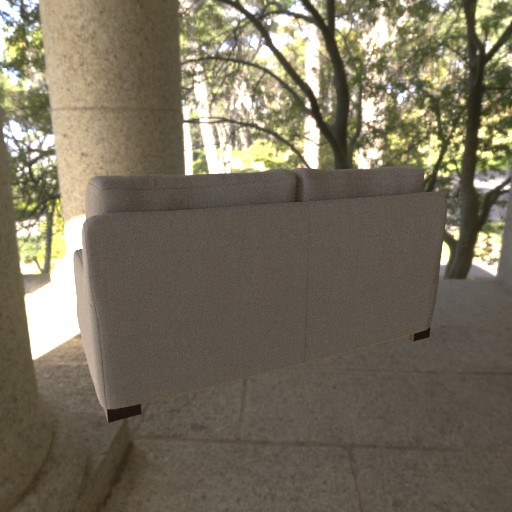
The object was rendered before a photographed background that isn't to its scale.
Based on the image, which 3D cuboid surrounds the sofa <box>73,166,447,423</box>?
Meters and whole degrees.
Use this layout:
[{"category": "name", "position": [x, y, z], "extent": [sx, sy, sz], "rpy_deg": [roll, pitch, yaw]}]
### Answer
[{"category": "sofa", "position": [0.000, 0.000, 2.439], "extent": [1.855, 0.980, 0.962], "rpy_deg": [-7, 16, -26]}]
